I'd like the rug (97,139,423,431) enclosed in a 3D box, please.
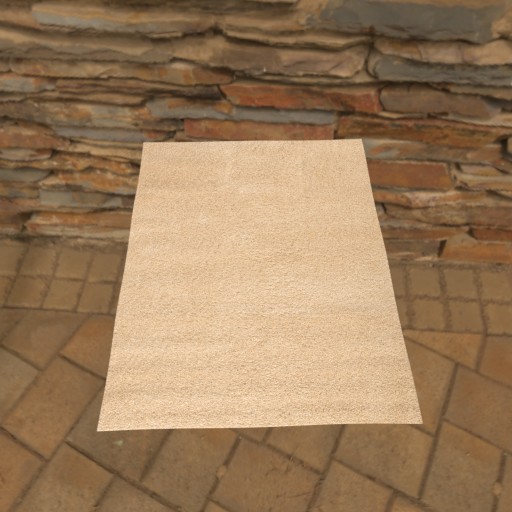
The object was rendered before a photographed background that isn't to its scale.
[{"bbox_3d":[0.000,0.000,4.076,2.400,0.025,3.000,-1,57,-1],"label":"rug"}]
